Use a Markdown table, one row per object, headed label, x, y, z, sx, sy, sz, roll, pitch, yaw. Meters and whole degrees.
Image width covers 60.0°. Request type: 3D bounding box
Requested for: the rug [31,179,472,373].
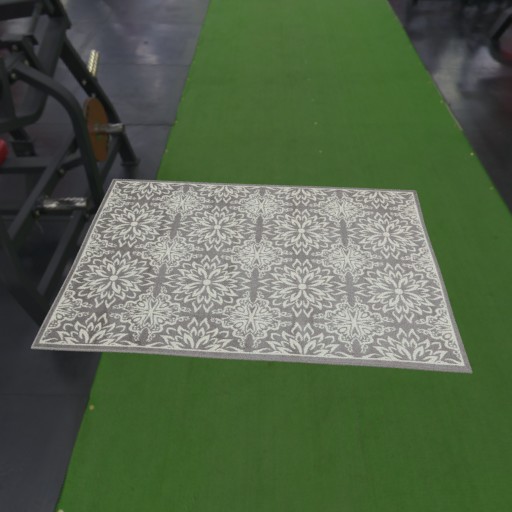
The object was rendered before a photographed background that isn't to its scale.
| label | x | y | z | sx | sy | sz | roll | pitch | yaw |
| --- | --- | --- | --- | --- | --- | --- | --- | --- | --- |
| rug | 0.000 | 0.000 | 2.275 | 1.847 | 0.012 | 1.224 | 3 | 46 | 3 |
